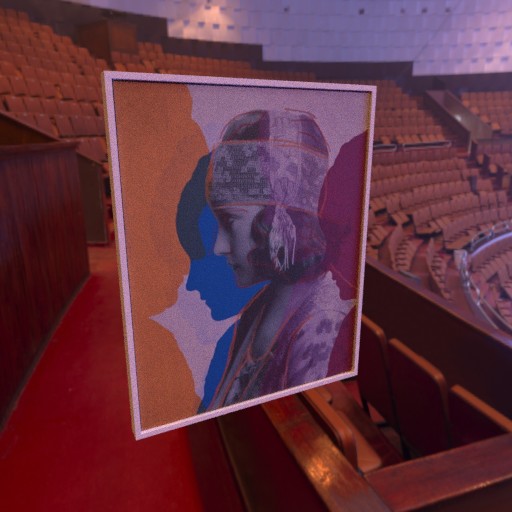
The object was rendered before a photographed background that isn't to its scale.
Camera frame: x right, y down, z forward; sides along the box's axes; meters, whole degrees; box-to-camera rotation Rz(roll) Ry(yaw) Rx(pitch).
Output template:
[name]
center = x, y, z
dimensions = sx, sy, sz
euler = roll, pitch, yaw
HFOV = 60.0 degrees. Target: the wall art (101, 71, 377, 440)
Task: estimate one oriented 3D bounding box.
[wall art]
center = 0.000, 0.000, 0.741
dimensions = 0.443, 0.549, 0.030
euler = -8, 18, -25
